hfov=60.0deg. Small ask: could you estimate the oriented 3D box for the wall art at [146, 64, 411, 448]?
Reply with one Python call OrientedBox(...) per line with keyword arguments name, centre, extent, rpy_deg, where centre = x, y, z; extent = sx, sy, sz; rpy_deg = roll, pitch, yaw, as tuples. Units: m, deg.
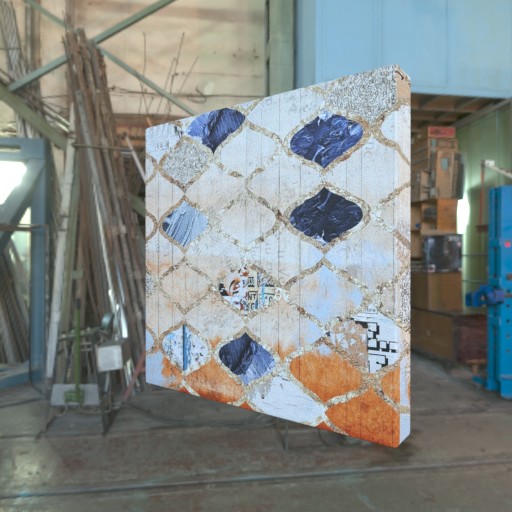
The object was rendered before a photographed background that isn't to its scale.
OrientedBox(name="wall art", centre=(0.000, 0.000, 0.453), extent=(0.303, 0.304, 0.036), rpy_deg=(0, 0, 37))
